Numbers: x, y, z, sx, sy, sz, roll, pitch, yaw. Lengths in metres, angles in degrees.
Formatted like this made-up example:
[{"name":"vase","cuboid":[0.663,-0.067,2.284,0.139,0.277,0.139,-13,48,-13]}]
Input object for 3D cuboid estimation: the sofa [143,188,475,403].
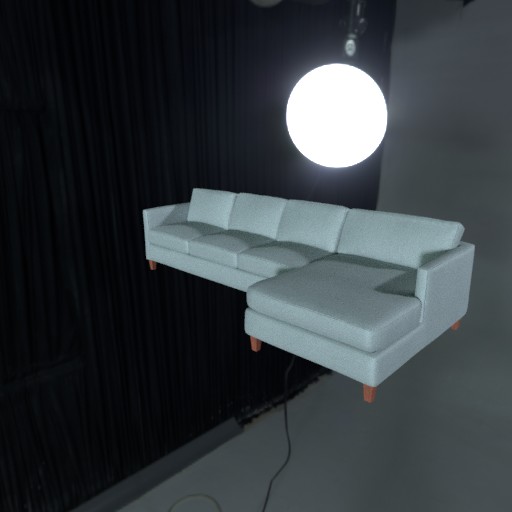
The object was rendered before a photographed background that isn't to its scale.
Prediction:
[{"name":"sofa","cuboid":[0.000,0.000,4.237,3.471,0.950,1.604,14,21,41]}]
